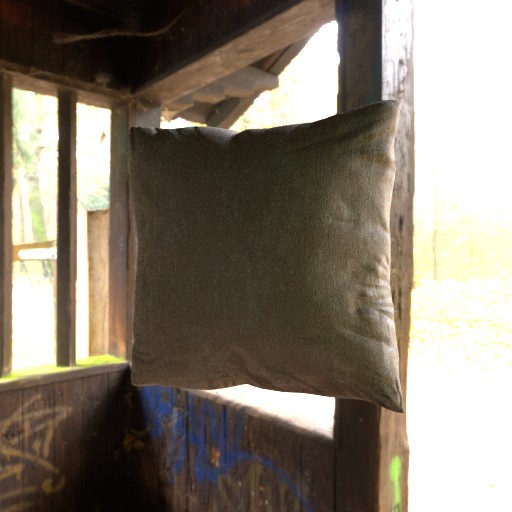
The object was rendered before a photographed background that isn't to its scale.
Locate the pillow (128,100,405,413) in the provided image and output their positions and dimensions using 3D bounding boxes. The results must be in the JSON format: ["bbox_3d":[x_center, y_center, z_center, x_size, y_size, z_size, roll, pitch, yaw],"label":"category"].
[{"bbox_3d":[0.000,0.000,0.705,0.450,0.448,0.245,0,0,19],"label":"pillow"}]
